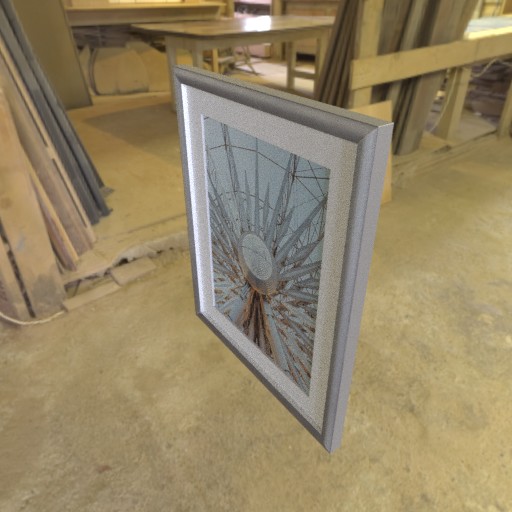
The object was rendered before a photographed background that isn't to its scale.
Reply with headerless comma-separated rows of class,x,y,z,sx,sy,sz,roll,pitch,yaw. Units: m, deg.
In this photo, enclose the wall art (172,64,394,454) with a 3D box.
wall art,0.000,0.000,0.769,0.029,0.558,0.458,-21,38,-30
